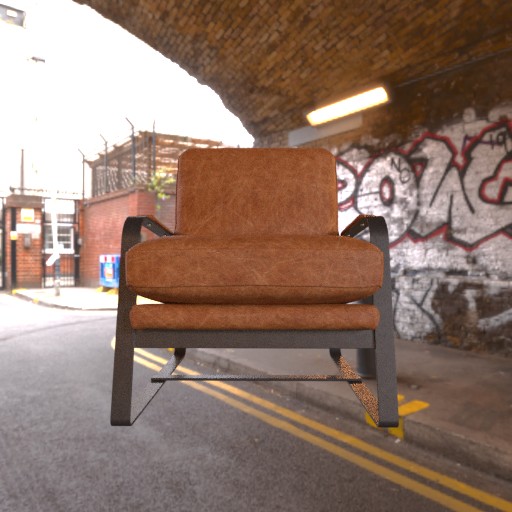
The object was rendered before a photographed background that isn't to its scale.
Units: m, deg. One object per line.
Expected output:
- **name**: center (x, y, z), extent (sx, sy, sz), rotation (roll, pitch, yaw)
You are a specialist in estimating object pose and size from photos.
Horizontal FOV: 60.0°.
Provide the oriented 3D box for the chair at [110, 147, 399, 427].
- **chair**: center (0.000, 0.000, 1.339), extent (0.651, 0.777, 0.801), rotation (0, 0, 1)
